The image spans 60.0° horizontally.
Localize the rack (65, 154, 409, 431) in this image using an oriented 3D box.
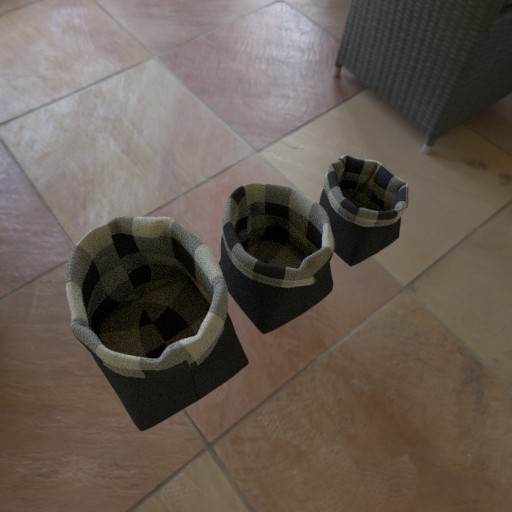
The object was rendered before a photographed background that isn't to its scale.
[{"bbox_3d":[0.000,0.000,1.091,0.889,0.329,0.370,-31,63,-17],"label":"rack"}]
